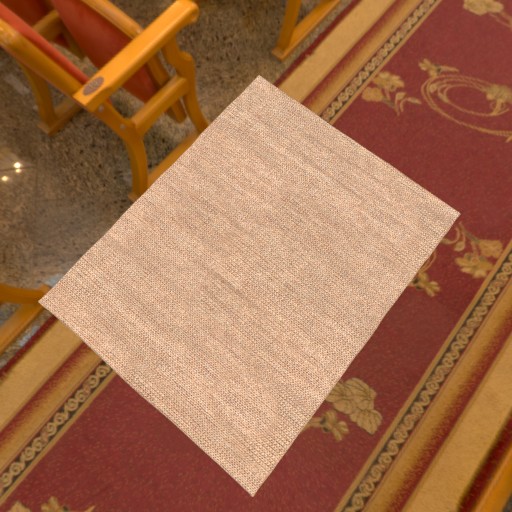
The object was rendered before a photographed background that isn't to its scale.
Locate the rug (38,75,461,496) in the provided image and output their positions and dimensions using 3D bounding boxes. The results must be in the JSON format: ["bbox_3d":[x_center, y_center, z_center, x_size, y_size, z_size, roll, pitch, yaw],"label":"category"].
[{"bbox_3d":[0.000,0.000,3.984,2.429,0.030,3.052,38,77,10],"label":"rug"}]
